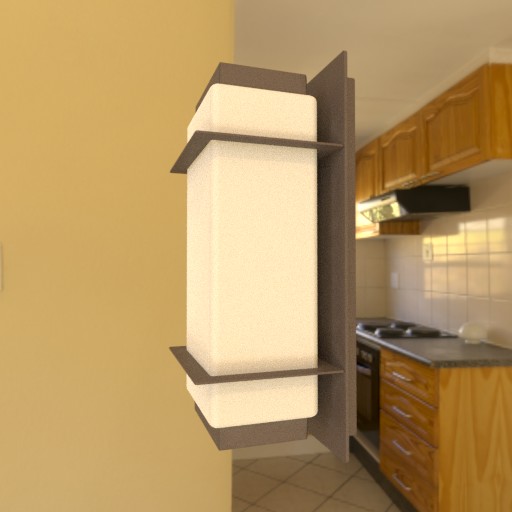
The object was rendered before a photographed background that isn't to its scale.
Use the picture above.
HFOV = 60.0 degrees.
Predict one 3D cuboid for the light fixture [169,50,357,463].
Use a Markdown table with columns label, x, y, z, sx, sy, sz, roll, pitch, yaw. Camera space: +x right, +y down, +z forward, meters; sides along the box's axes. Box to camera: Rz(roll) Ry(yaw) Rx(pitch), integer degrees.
| label | x | y | z | sx | sy | sz | roll | pitch | yaw |
| --- | --- | --- | --- | --- | --- | --- | --- | --- | --- |
| light fixture | 0.000 | 0.000 | 0.426 | 0.146 | 0.347 | 0.153 | 0 | -1 | -18 |
